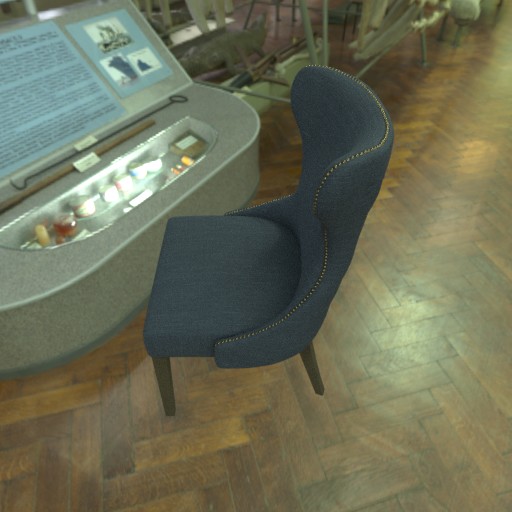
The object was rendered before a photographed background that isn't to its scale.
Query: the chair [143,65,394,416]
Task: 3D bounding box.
[{"bbox_3d":[0.000,0.000,1.364,0.635,0.967,0.628,-1,41,-1],"label":"chair"}]
